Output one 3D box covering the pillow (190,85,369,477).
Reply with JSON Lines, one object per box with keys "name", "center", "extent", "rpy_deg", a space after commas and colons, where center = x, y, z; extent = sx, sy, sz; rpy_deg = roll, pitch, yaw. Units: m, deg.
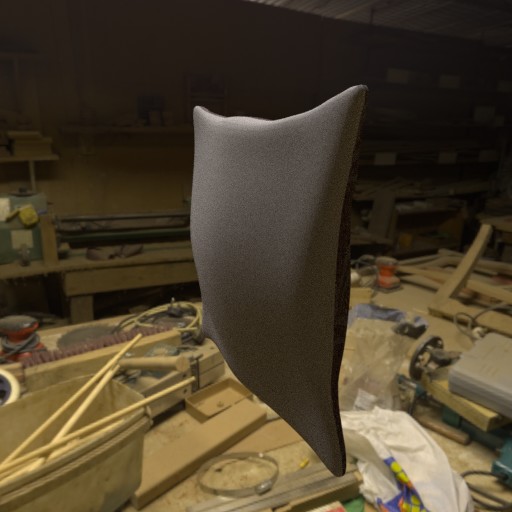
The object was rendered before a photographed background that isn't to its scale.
{"name": "pillow", "center": [0.000, 0.000, 0.762], "extent": [0.163, 0.513, 0.514], "rpy_deg": [-8, 17, -27]}
